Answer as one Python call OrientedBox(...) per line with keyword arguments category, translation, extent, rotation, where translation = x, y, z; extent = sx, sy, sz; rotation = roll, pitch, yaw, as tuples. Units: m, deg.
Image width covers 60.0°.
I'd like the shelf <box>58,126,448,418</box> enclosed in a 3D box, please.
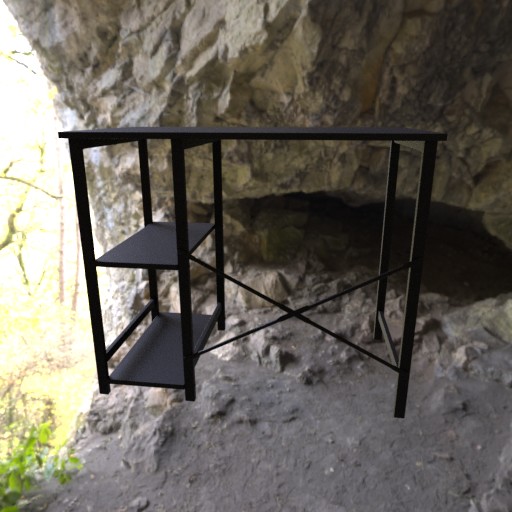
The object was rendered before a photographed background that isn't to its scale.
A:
OrientedBox(category="shelf", translation=(0.000, 0.000, 1.363), extent=(0.902, 0.749, 0.498), rotation=(2, 18, 7))
